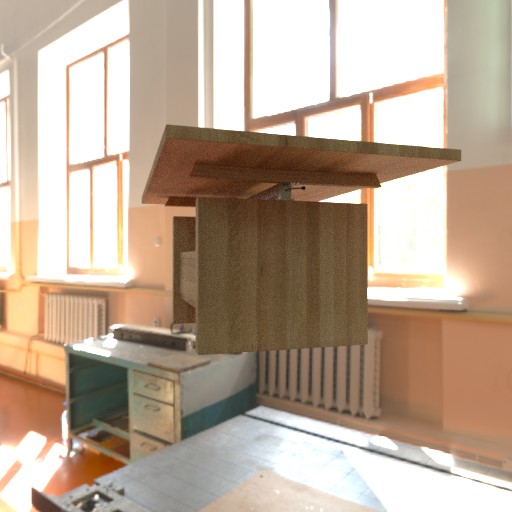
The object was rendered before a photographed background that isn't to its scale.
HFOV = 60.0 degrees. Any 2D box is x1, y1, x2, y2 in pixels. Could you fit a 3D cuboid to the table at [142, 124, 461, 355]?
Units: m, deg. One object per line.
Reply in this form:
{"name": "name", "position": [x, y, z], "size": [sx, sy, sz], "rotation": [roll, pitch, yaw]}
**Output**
{"name": "table", "position": [0.000, 0.000, 1.490], "size": [0.700, 0.510, 1.100], "rotation": [0, 0, -17]}
